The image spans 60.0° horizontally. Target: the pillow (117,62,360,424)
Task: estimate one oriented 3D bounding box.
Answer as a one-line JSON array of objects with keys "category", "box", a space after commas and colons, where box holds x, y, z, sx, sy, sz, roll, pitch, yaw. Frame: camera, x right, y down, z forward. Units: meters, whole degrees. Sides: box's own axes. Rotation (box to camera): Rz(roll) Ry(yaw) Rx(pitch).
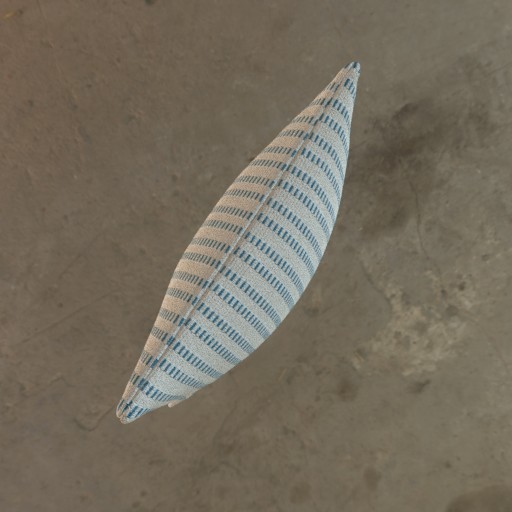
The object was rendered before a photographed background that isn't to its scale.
[{"category": "pillow", "box": [0.000, 0.000, 0.794, 0.210, 0.353, 0.640, 31, 77, 8]}]
